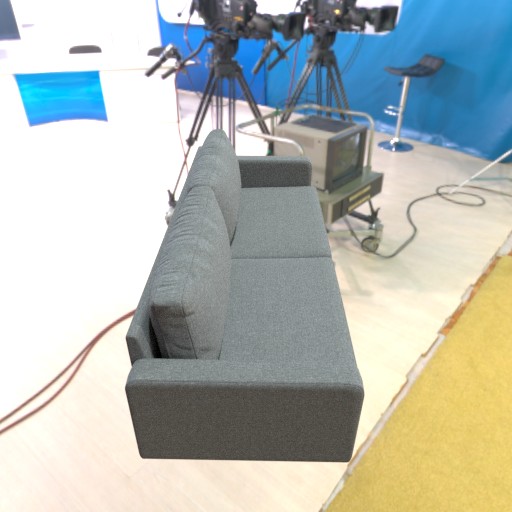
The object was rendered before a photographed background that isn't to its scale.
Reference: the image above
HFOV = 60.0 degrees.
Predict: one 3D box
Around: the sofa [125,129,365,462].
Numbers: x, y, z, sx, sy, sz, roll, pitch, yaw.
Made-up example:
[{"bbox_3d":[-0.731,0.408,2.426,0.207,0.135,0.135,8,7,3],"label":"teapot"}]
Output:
[{"bbox_3d":[0.000,0.000,2.531,0.880,0.880,2.200,1,33,1],"label":"sofa"}]
